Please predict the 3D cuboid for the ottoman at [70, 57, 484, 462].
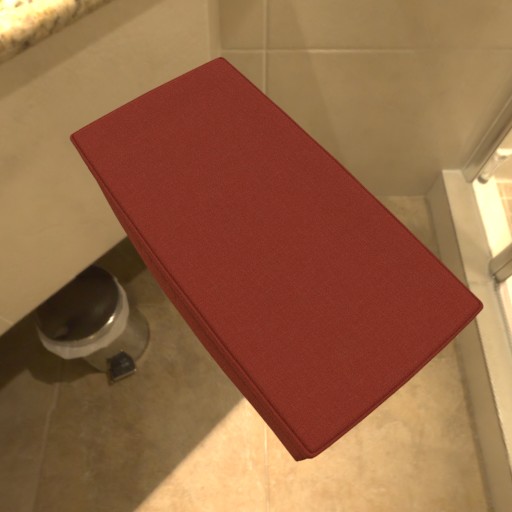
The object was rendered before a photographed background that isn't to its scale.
[{"bbox_3d":[0.000,0.000,1.196,0.497,0.454,0.948,-35,69,-16],"label":"ottoman"}]
